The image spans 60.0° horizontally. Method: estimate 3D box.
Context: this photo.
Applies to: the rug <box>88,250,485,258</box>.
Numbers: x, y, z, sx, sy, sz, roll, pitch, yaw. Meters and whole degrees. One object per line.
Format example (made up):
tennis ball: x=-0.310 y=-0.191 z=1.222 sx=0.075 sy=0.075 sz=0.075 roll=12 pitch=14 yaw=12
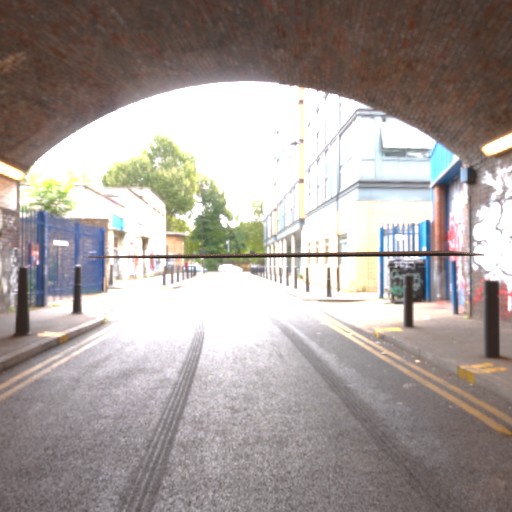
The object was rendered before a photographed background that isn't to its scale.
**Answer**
rug: x=0.000 y=0.000 z=2.472 sx=2.196 sy=0.011 sz=0.662 roll=-1 pitch=-1 yaw=36
